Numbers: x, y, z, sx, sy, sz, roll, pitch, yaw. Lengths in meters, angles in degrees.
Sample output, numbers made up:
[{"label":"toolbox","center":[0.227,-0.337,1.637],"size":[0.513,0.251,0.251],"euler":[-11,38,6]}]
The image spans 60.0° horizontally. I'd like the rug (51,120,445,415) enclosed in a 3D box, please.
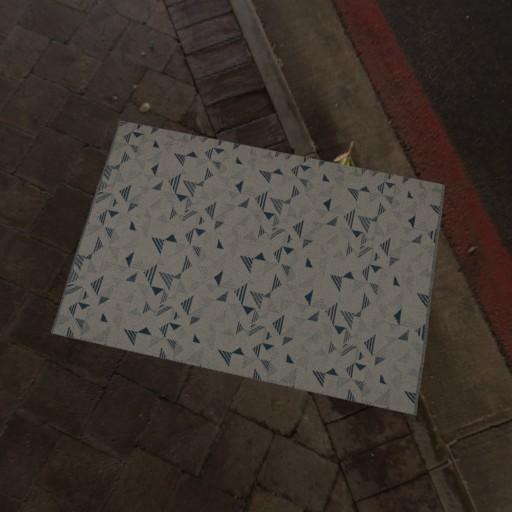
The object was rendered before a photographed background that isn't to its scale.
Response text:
[{"label":"rug","center":[0.000,0.000,2.299],"size":[1.835,0.003,1.206],"euler":[12,77,3]}]
